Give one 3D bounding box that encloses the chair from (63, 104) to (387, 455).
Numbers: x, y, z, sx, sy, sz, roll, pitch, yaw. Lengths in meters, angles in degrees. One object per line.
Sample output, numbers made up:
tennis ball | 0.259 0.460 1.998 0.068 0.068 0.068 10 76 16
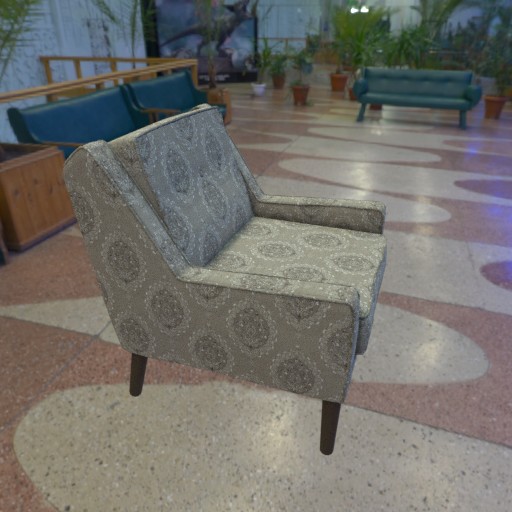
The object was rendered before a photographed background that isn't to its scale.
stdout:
chair | 0.000 0.000 1.352 0.750 0.797 0.665 10 29 18
